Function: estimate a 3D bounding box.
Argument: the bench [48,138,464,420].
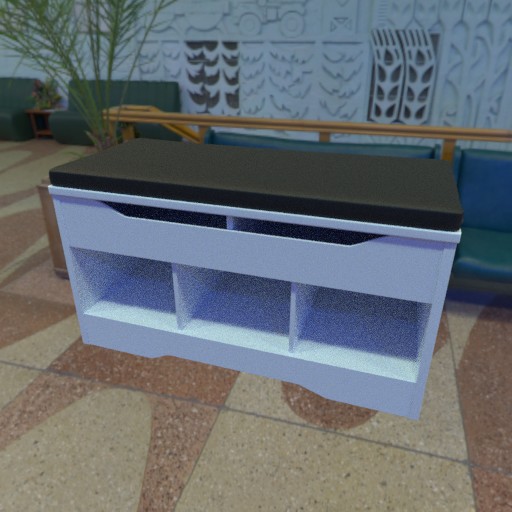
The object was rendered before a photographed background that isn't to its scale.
[{"bbox_3d":[0.000,0.000,1.171,0.899,0.500,0.401,8,27,16],"label":"bench"}]
